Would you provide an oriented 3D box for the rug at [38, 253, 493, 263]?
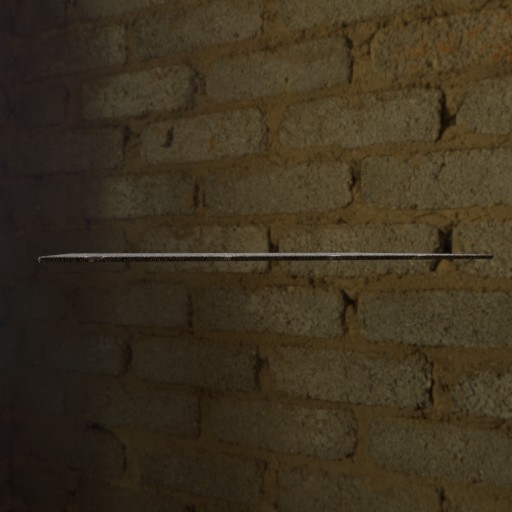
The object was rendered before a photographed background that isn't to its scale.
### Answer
[{"bbox_3d":[0.000,0.000,3.344,2.743,0.030,1.778,0,1,-18],"label":"rug"}]
